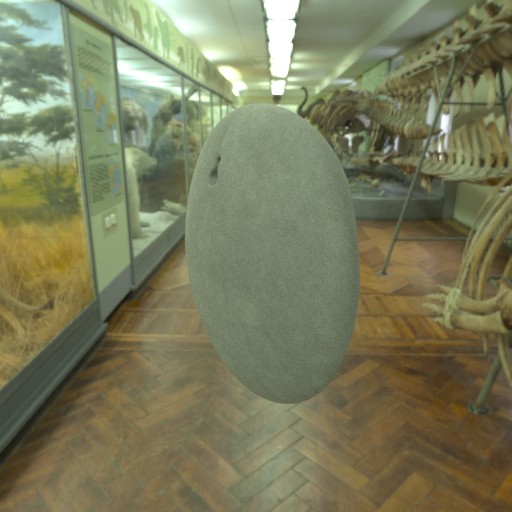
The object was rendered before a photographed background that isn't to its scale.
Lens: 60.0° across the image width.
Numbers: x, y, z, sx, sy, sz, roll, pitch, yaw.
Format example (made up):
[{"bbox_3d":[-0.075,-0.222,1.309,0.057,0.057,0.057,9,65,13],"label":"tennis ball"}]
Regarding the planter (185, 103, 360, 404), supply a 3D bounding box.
[{"bbox_3d":[0.000,0.000,0.288,0.071,0.188,0.185,-8,18,-27],"label":"planter"}]
